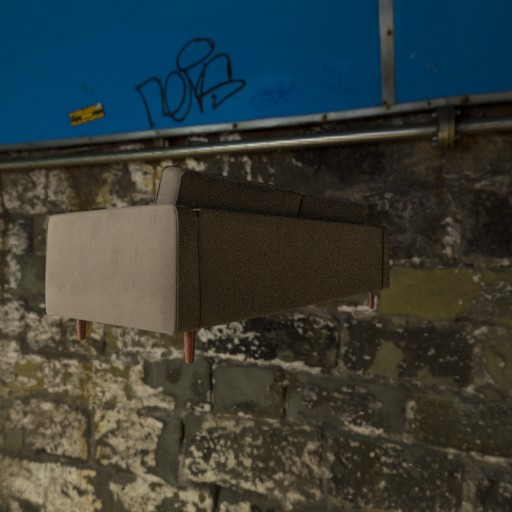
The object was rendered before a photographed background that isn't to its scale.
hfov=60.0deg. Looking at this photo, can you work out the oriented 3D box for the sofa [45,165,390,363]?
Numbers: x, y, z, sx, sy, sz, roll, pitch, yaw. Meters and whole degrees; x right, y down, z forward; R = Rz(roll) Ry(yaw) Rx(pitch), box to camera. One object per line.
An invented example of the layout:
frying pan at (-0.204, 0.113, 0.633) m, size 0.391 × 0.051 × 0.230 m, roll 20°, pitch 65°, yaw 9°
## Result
sofa at (0.000, 0.000, 2.776) m, size 0.923 × 0.813 × 2.295 m, roll 1°, pitch 1°, yaw 36°
